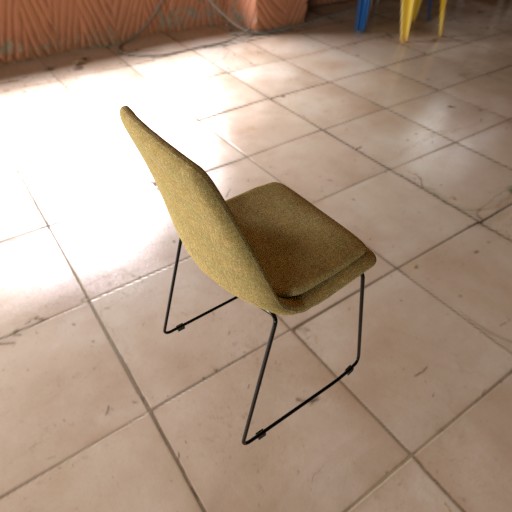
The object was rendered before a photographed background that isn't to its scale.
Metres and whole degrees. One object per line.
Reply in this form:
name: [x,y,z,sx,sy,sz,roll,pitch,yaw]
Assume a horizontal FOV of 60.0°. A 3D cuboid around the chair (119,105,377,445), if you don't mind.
chair: [0.000,0.000,1.152,0.496,0.849,0.479,-26,48,-26]
